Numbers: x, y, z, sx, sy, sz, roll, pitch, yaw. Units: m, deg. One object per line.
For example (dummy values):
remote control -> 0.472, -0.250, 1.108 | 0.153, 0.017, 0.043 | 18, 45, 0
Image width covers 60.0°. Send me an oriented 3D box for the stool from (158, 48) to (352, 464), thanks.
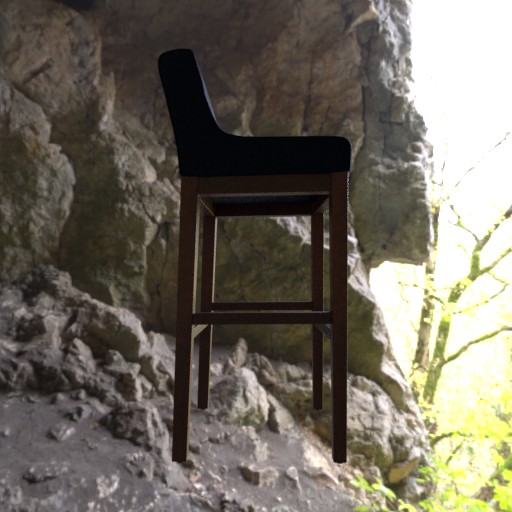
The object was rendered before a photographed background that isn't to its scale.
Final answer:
stool -> 0.000, 0.000, 1.330 | 0.500, 1.037, 0.511 | 0, -2, 1
